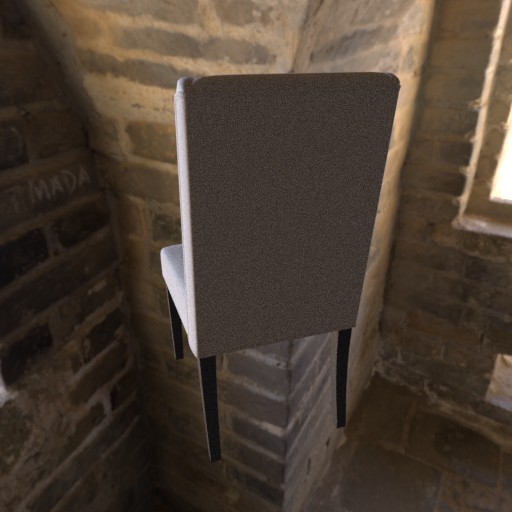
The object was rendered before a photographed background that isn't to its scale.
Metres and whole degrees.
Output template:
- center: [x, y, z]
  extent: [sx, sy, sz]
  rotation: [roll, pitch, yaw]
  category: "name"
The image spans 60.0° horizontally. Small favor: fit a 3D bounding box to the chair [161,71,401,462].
- center: [0.000, 0.000, 1.220]
  extent: [0.474, 0.961, 0.523]
  rotation: [-8, 27, -16]
  category: "chair"
